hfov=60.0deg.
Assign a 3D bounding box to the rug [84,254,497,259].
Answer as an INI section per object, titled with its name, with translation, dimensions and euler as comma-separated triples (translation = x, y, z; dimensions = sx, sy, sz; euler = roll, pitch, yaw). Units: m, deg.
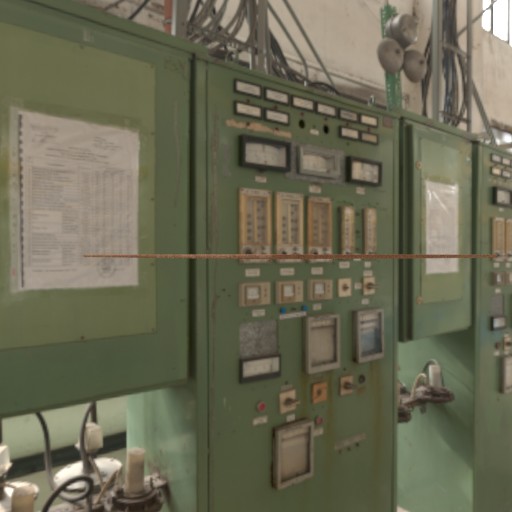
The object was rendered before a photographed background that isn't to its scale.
[rug]
translation = 0.000, 0.000, 2.270
dimensions = 1.219, 0.014, 1.829
euler = 0, 0, -36
